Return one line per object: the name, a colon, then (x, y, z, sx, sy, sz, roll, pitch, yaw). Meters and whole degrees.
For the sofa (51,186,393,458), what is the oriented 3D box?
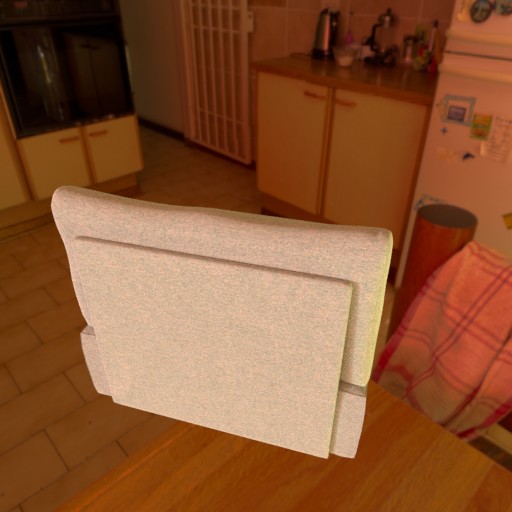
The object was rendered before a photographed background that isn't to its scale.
sofa: (0.000, 0.000, 1.674, 0.930, 0.820, 1.000, 9, 34, 14)
